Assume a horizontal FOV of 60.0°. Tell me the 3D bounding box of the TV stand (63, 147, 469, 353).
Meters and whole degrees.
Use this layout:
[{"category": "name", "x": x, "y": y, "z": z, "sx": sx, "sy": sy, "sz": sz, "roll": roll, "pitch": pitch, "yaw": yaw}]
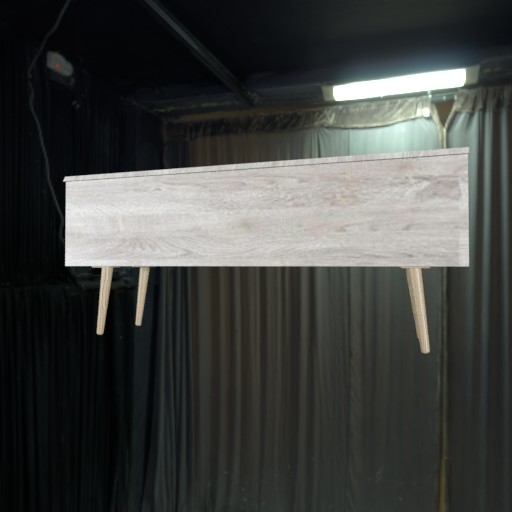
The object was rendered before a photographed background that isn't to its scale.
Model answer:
[{"category": "TV stand", "x": 0.000, "y": 0.000, "z": 1.557, "sx": 1.313, "sy": 0.565, "sz": 0.401, "roll": 0, "pitch": -1, "yaw": 18}]
